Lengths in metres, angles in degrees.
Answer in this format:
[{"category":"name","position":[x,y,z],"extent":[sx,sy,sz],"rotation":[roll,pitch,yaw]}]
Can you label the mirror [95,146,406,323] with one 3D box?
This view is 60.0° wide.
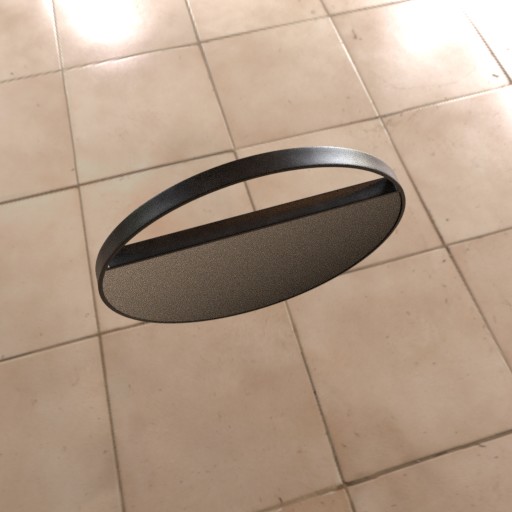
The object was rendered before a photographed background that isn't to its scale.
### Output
[{"category":"mirror","position":[0.000,0.000,0.827],"extent":[0.565,0.565,0.032],"rotation":[-15,66,-7]}]
